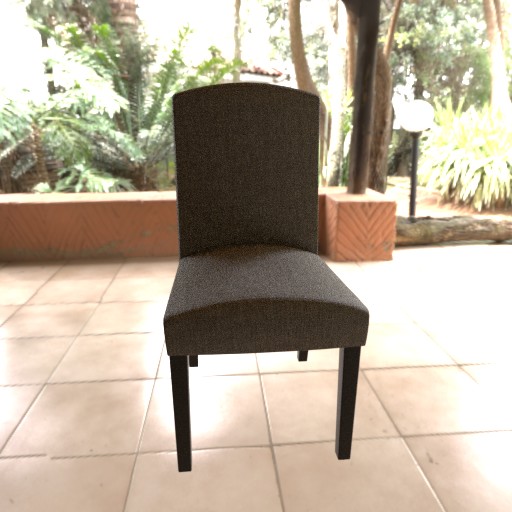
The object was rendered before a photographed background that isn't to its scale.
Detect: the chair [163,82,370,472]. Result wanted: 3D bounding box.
[{"bbox_3d":[0.000,0.000,1.190,0.451,0.917,0.580,-2,16,-6],"label":"chair"}]
